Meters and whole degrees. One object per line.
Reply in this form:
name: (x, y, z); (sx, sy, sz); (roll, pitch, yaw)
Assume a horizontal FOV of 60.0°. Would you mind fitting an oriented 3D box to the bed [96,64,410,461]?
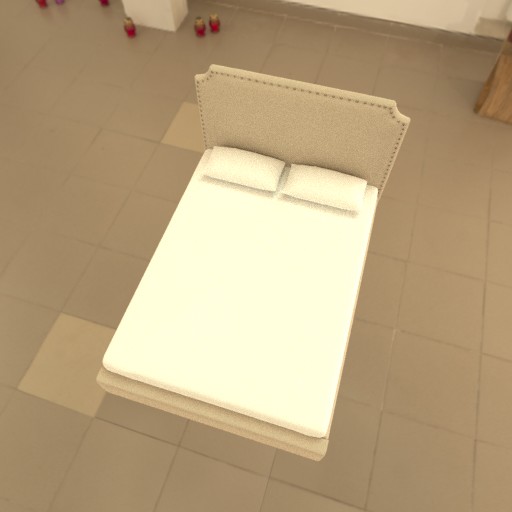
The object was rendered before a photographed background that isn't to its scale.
bed: (0.000, 0.000, 3.383); (1.713, 1.443, 2.372); (15, 61, 9)
